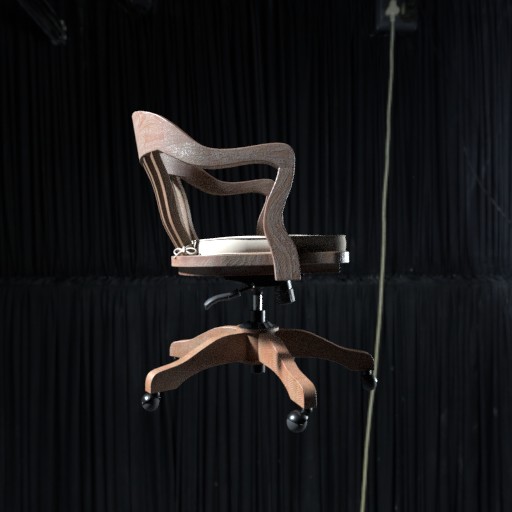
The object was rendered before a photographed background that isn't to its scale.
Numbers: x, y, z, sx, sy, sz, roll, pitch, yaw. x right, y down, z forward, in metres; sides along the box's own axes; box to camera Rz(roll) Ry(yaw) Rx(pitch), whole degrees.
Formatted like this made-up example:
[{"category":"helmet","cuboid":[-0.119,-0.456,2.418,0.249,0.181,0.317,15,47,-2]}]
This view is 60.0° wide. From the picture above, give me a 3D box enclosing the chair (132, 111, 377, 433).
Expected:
[{"category":"chair","cuboid":[0.000,0.000,1.455,0.788,0.878,0.750,0,0,-2]}]
